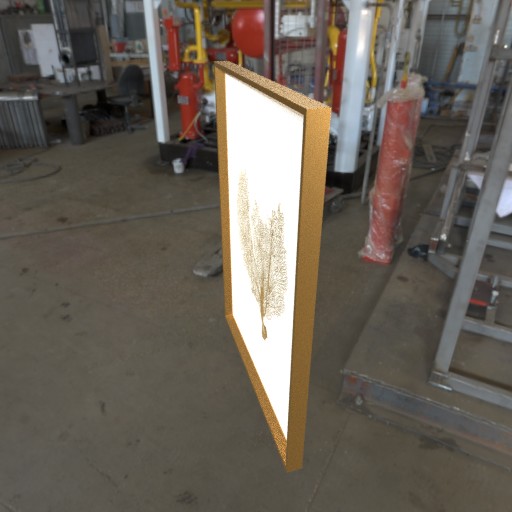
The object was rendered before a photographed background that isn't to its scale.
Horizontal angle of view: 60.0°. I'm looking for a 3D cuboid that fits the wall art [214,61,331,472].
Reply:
[{"bbox_3d":[0.000,0.000,1.078,0.038,0.812,0.610,-9,31,-15],"label":"wall art"}]
